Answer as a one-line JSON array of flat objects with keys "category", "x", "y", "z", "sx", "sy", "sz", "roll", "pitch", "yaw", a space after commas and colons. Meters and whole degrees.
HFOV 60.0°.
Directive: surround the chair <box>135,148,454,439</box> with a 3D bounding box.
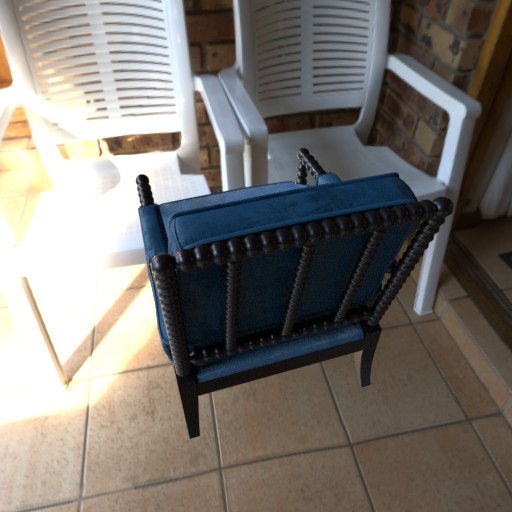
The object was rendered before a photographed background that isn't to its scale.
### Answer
[{"category": "chair", "x": 0.000, "y": 0.000, "z": 1.415, "sx": 0.688, "sy": 0.857, "sz": 0.805, "roll": -12, "pitch": 44, "yaw": -13}]
